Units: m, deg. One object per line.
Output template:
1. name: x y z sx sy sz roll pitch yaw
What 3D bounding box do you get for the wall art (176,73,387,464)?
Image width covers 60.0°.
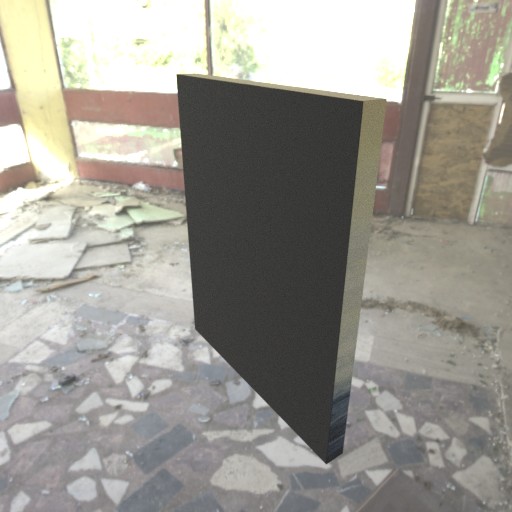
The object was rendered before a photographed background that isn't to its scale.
1. wall art: 0.000 0.000 0.834 0.040 0.608 0.489 -17 31 -31
